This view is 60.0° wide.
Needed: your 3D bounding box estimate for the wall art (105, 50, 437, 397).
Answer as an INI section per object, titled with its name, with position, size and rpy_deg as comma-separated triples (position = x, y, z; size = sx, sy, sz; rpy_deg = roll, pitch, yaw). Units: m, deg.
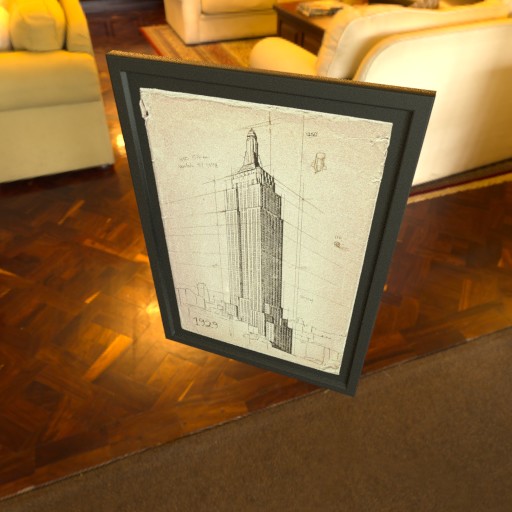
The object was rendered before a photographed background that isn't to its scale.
[wall art]
position = 0.000, 0.000, 0.531
size = 0.303, 0.431, 0.013
rpy_deg = 14, 43, 15
